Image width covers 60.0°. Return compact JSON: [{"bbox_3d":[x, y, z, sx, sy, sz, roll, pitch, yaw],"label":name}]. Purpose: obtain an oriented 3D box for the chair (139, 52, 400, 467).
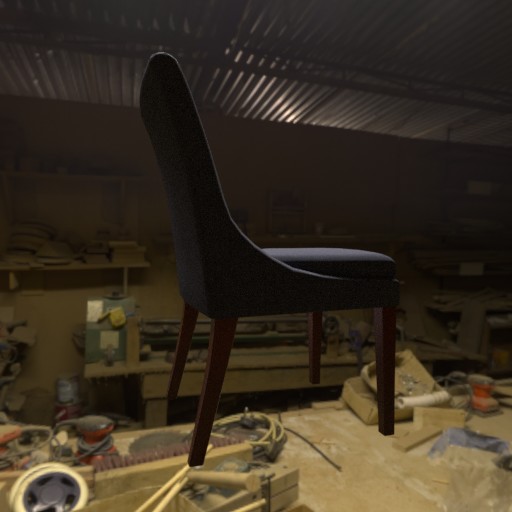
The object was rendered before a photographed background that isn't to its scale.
[{"bbox_3d":[0.000,0.000,1.308,0.655,0.952,0.508,-1,2,-18],"label":"chair"}]
